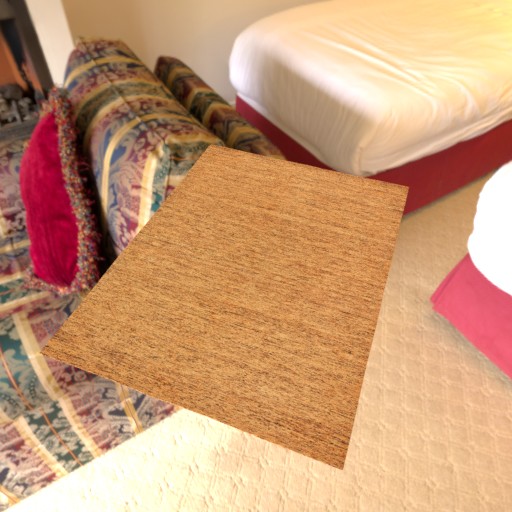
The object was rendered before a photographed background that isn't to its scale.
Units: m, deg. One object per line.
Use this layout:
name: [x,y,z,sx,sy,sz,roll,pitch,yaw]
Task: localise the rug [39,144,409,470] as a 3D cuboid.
rug: [0.000,0.000,4.222,2.438,0.012,3.200,15,48,14]
